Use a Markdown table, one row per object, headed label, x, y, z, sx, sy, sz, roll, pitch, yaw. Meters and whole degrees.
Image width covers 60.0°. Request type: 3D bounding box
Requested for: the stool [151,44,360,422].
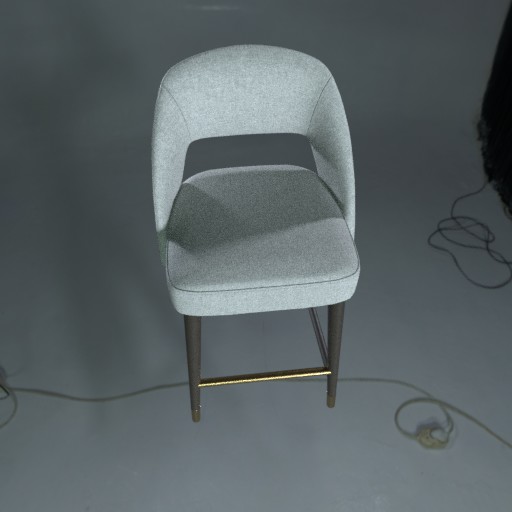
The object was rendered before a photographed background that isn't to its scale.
| label | x | y | z | sx | sy | sz | roll | pitch | yaw |
| --- | --- | --- | --- | --- | --- | --- | --- | --- | --- |
| stool | 0.000 | 0.000 | 1.223 | 0.494 | 0.940 | 0.509 | -5 | 48 | -4 |
